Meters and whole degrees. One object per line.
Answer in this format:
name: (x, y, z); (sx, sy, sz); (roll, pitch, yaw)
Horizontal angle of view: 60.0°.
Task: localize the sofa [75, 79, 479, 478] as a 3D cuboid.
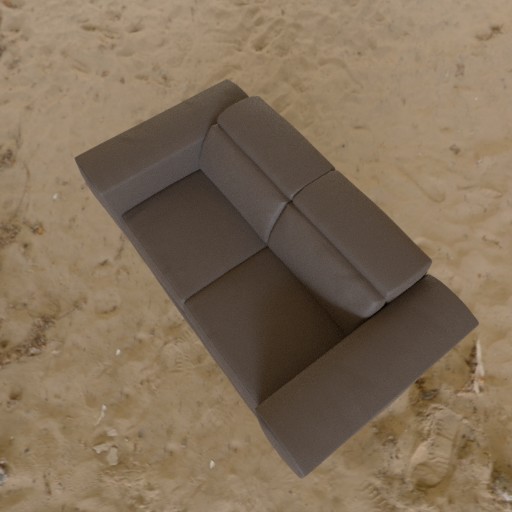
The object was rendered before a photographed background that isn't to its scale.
sofa: (0.000, 0.000, 2.297); (1.003, 0.779, 1.895); (-34, 67, -16)
